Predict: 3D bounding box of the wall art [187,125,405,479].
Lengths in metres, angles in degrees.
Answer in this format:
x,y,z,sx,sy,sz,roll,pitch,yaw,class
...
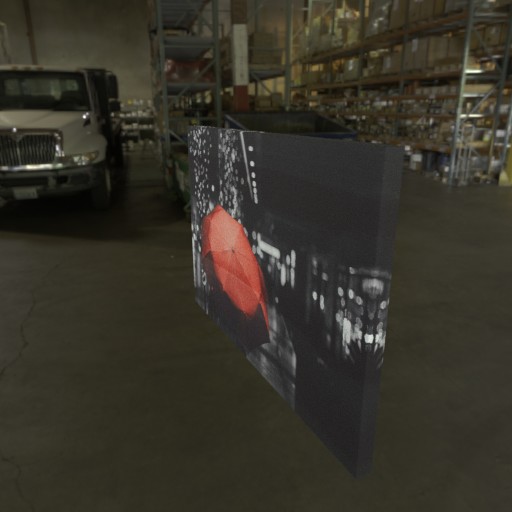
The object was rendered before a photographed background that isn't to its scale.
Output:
x,y,z,sx,sy,sz,roll,pitch,yaw,class
0.000,0.000,1.130,0.038,0.609,0.914,-9,20,-25,wall art
